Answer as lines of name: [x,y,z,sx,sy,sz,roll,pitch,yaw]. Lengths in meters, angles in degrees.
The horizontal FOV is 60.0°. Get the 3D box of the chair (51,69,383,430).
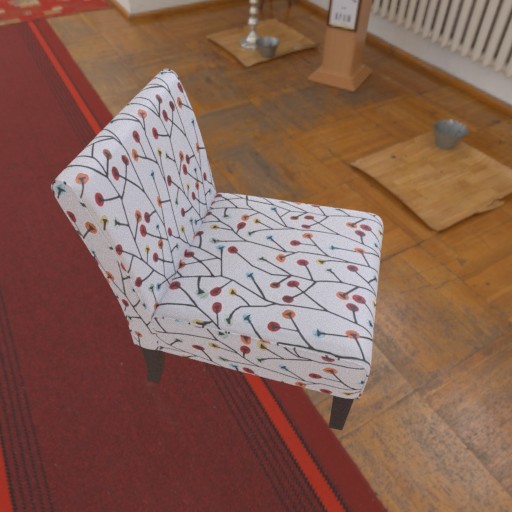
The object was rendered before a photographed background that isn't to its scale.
chair: [0.000,0.000,1.314,0.732,0.813,0.597,11,46,10]
